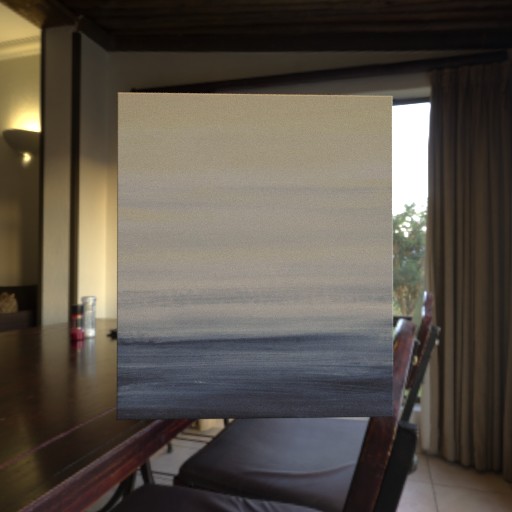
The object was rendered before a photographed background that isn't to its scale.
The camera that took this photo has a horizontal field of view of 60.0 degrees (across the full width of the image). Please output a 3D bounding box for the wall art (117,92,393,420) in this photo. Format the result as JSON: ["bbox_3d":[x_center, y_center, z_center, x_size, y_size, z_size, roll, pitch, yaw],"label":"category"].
[{"bbox_3d":[0.000,0.000,0.717,0.435,0.511,0.037,0,0,-2],"label":"wall art"}]
